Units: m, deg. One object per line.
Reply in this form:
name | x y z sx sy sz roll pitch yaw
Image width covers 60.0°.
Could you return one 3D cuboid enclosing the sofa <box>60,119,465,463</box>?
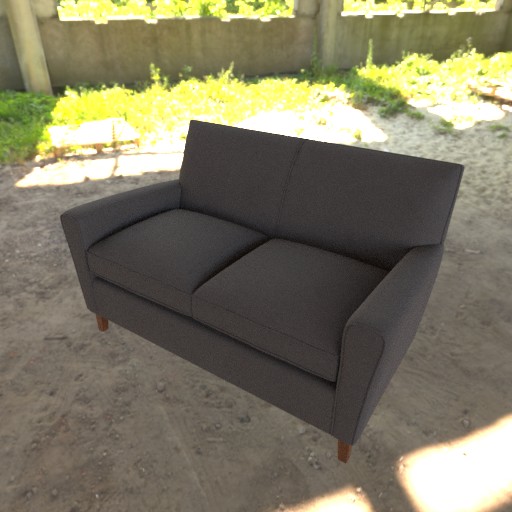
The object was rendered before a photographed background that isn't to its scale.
sofa | 0.000 0.000 1.908 1.420 0.846 0.871 18 34 29
